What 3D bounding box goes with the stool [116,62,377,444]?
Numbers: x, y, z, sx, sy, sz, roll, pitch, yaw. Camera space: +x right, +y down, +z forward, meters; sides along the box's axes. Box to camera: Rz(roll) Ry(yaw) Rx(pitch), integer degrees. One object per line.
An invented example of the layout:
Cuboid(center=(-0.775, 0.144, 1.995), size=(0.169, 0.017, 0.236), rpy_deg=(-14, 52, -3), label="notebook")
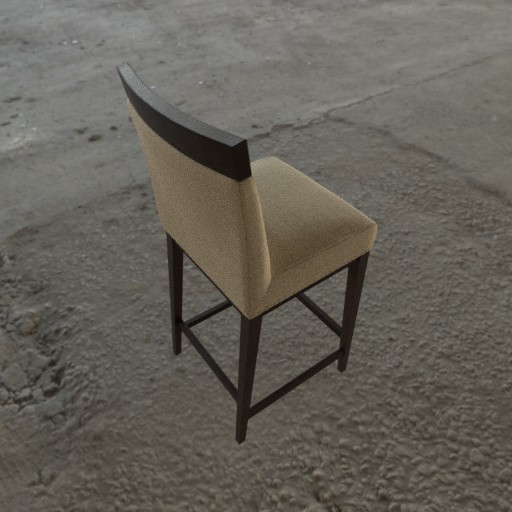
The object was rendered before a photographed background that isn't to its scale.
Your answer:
Cuboid(center=(0.000, 0.000, 1.389), size=(0.531, 1.117, 0.511), rpy_deg=(-26, 48, -26), label="stool")
